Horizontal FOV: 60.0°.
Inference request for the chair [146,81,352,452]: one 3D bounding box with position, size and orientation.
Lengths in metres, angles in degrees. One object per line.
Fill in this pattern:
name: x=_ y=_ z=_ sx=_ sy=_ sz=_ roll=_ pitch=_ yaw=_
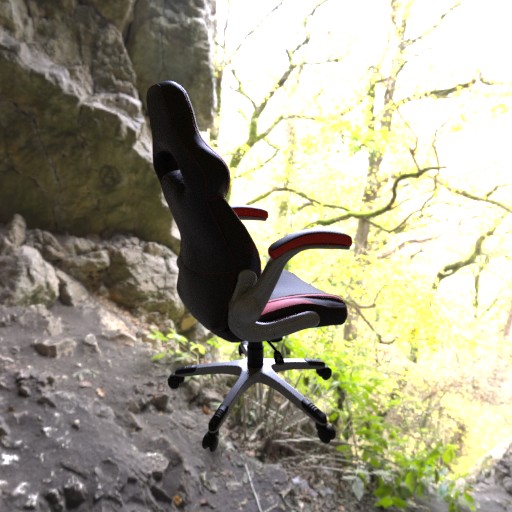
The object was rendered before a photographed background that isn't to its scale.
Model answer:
chair: x=0.000 y=0.000 z=1.628 sx=0.712 sy=1.165 sz=0.758 roll=-7 pitch=16 yaw=-25
